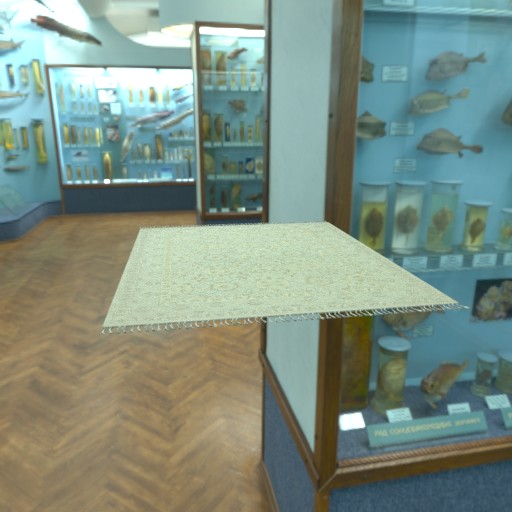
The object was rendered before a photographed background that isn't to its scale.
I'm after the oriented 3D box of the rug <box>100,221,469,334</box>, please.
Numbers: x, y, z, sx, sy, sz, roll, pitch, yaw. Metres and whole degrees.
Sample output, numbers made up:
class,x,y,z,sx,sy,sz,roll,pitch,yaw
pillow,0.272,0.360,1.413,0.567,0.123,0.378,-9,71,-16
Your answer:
class,x,y,z,sx,sy,sz,roll,pitch,yaw
rug,0.000,0.000,4.245,2.444,0.013,3.043,-3,16,-9
